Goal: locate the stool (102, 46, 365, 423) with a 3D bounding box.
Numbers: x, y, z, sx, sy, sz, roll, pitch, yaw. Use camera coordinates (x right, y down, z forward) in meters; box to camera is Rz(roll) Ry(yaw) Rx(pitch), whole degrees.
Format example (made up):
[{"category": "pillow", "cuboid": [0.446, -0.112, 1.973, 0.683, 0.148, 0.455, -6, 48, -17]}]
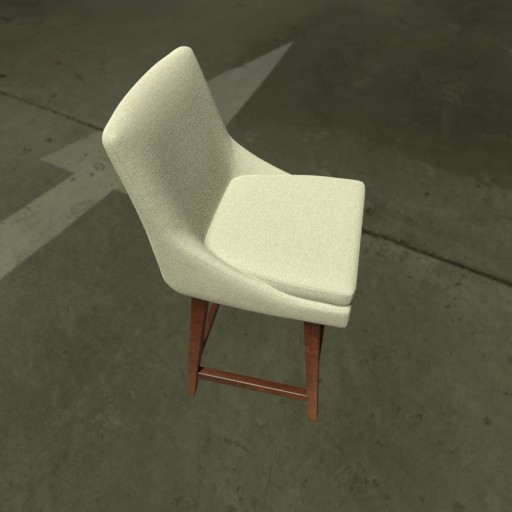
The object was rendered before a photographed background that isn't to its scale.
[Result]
[{"category": "stool", "cuboid": [0.000, 0.000, 1.289, 0.559, 0.991, 0.469, 9, 47, 9]}]
